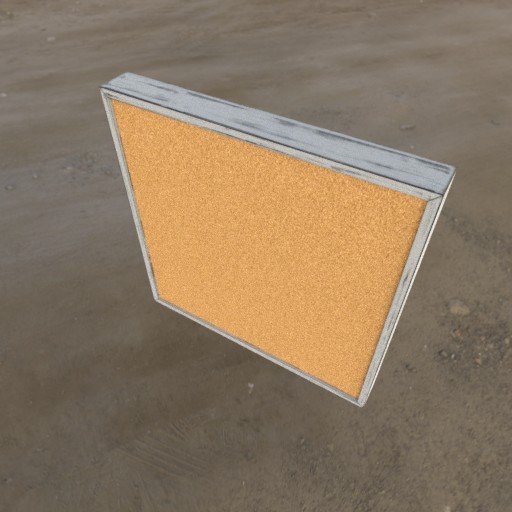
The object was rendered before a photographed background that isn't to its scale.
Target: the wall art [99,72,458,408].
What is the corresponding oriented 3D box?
[{"bbox_3d":[0.000,0.000,0.458,0.303,0.303,0.036,23,50,21],"label":"wall art"}]
